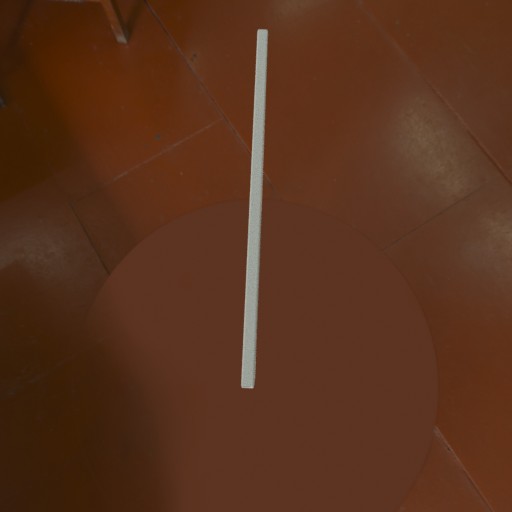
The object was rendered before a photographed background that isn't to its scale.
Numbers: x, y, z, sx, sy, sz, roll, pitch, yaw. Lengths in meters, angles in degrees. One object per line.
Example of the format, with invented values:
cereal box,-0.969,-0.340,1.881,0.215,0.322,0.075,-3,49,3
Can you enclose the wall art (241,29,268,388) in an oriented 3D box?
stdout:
wall art,0.000,0.000,0.691,0.012,0.529,0.374,2,76,1
